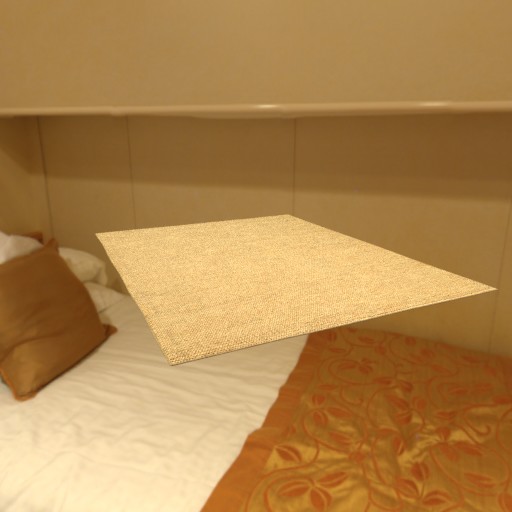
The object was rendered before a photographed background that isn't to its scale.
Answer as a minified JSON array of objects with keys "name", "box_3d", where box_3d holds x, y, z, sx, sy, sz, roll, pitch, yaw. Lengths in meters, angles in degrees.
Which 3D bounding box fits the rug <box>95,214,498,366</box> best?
[{"name":"rug","box_3d":[0.000,0.000,3.999,2.406,0.012,3.034,-8,18,-25]}]
